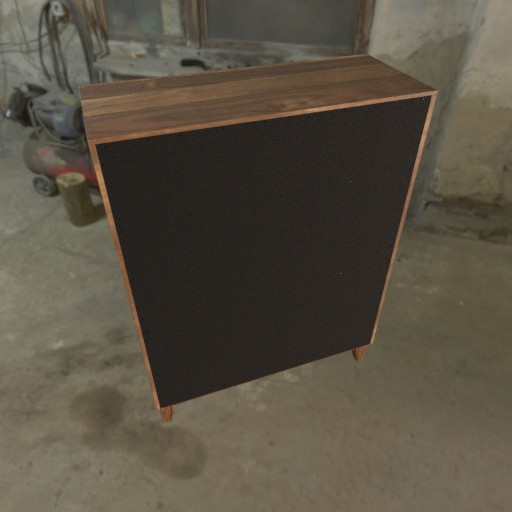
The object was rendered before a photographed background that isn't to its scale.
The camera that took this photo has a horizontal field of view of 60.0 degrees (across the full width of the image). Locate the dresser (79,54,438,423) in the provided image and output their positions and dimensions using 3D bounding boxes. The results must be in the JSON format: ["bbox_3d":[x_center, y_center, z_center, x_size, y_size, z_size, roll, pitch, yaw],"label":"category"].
[{"bbox_3d":[0.000,0.000,1.856,1.062,1.393,0.442,-13,41,-15],"label":"dresser"}]
